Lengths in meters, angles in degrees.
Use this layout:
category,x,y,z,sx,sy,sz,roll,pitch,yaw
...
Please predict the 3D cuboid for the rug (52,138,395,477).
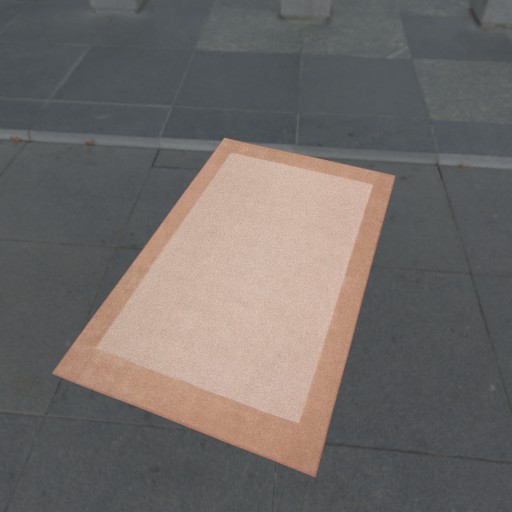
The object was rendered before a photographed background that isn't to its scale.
category,x,y,z,sx,sy,sz,roll,pitch,yaw
rug,0.000,0.000,3.050,1.524,0.014,2.438,16,51,13
